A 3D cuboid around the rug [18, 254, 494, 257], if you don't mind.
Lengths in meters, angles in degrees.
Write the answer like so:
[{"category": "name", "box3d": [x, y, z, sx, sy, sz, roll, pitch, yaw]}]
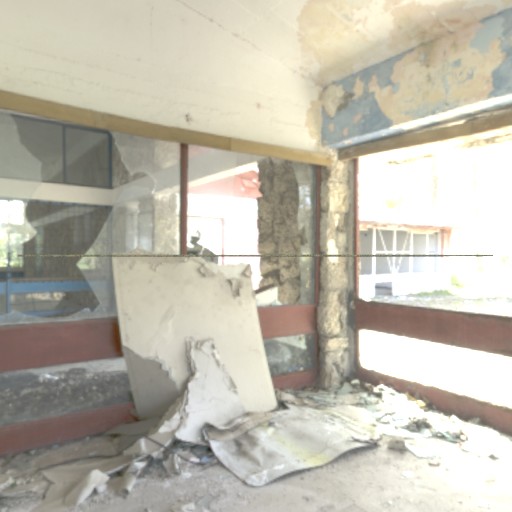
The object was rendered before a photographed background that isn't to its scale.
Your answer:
[{"category": "rug", "box3d": [0.000, 0.000, 4.195, 3.201, 0.014, 2.437, 0, 0, 0]}]
